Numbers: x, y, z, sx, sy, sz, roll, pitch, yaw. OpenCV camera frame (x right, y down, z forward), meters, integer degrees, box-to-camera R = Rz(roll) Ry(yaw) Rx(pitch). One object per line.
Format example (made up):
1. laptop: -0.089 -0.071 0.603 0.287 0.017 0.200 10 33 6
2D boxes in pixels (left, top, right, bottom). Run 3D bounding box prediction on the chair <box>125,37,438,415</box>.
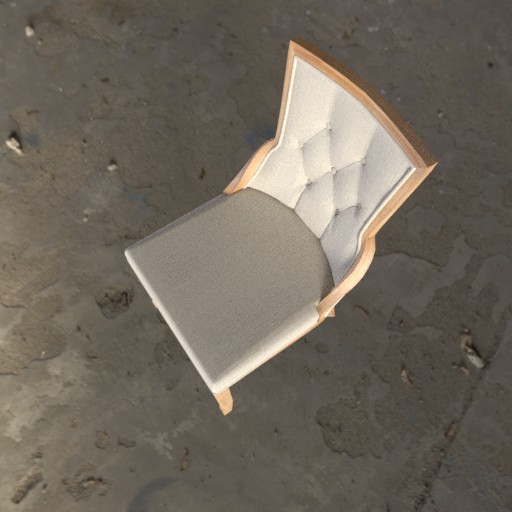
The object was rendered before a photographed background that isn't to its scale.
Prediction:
1. chair: 0.000 0.000 1.322 0.641 0.947 0.524 -32 68 -15
